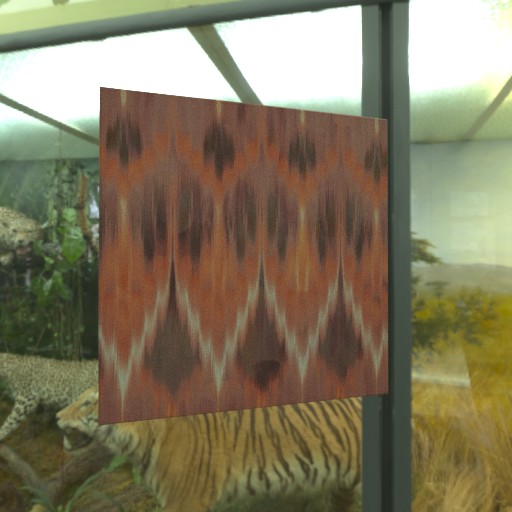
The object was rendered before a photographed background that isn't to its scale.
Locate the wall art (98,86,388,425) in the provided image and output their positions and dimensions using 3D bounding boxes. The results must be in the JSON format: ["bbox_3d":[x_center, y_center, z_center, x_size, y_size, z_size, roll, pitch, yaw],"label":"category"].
[{"bbox_3d":[0.000,0.000,0.904,0.603,0.609,0.037,0,-1,-18],"label":"wall art"}]
